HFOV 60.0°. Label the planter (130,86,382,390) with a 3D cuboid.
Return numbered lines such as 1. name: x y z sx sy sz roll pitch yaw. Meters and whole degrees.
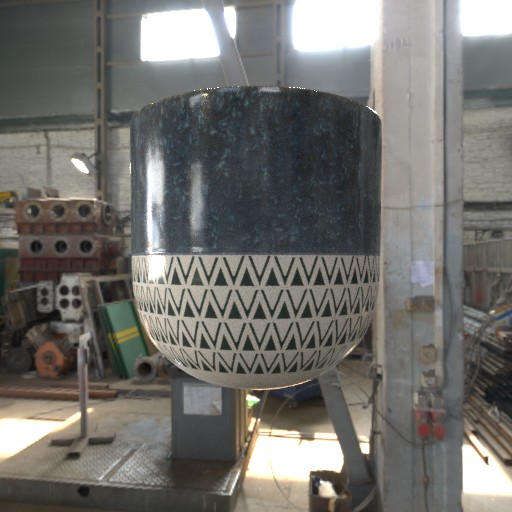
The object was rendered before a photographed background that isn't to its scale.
1. planter: 0.000 0.000 0.485 0.266 0.270 0.266 0 -1 0
